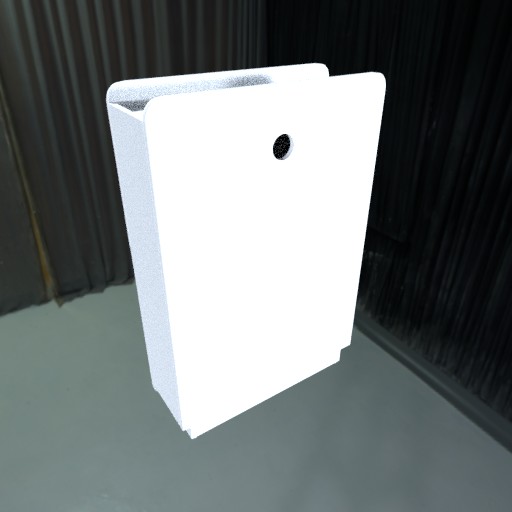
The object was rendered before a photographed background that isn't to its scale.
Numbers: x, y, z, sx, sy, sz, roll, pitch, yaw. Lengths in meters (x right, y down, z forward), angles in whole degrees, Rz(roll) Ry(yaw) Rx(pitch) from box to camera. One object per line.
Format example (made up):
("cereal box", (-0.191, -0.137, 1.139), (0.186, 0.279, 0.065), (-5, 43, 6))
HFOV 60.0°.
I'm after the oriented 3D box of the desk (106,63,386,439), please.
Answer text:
("desk", (0.000, 0.000, 1.569), (0.795, 1.190, 0.278), (-19, 35, -29))
